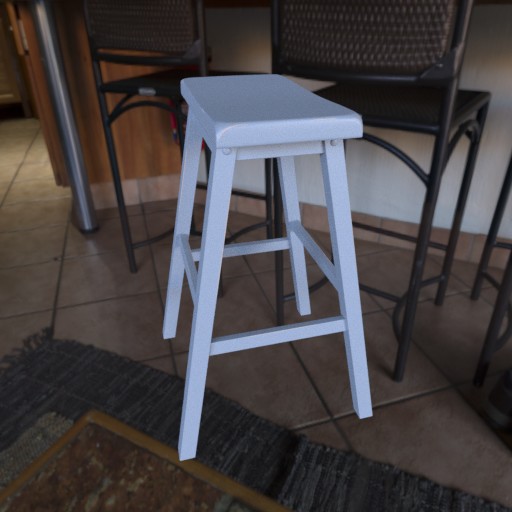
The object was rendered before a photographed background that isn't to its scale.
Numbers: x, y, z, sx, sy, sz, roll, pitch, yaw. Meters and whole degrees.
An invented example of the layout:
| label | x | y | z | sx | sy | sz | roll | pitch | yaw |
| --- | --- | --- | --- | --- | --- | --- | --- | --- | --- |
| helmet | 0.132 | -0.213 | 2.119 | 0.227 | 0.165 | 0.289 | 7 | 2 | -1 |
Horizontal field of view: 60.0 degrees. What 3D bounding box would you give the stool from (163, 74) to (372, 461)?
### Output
| label | x | y | z | sx | sy | sz | roll | pitch | yaw |
| --- | --- | --- | --- | --- | --- | --- | --- | --- | --- |
| stool | 0.000 | 0.000 | 1.050 | 0.476 | 0.737 | 0.457 | -8 | 31 | -13 |
